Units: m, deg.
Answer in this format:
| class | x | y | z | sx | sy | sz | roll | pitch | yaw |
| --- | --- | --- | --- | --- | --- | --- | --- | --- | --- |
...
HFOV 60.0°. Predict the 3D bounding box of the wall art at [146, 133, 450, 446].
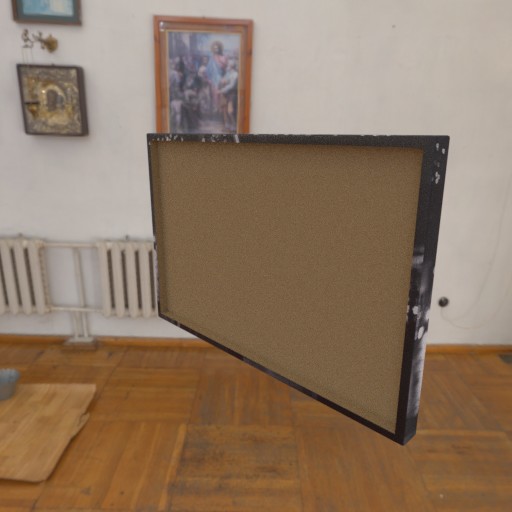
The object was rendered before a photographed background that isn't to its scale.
| class | x | y | z | sx | sy | sz | roll | pitch | yaw |
| --- | --- | --- | --- | --- | --- | --- | --- | --- | --- |
| wall art | 0.000 | 0.000 | 0.766 | 0.037 | 0.406 | 0.609 | -15 | 22 | -42 |
